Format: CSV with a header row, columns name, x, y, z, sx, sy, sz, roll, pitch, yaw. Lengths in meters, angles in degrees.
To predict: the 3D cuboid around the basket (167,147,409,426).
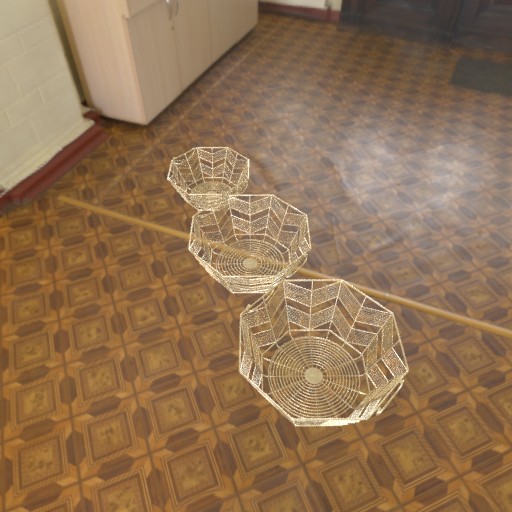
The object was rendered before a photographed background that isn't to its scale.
name,x,y,z,sx,sy,sz,roll,pitch,yaw
basket,0.000,0.000,1.419,0.432,0.178,1.246,-17,49,-16
